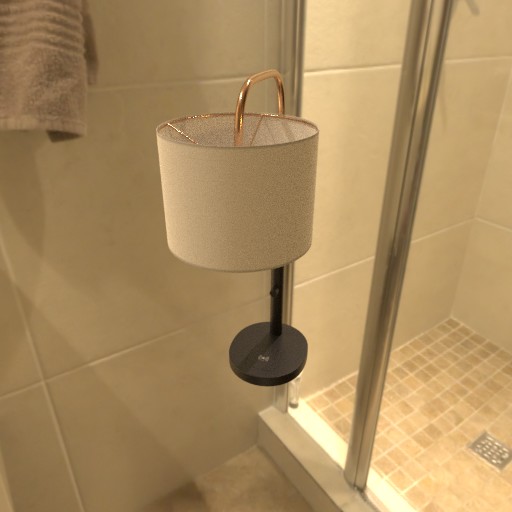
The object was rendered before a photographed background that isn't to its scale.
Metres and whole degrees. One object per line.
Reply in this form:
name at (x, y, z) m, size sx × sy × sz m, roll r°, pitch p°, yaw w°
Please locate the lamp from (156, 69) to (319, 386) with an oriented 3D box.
lamp at (0.000, 0.000, 0.708) m, size 0.199 × 0.540 × 0.337 m, roll 9°, pitch 29°, yaw 16°
